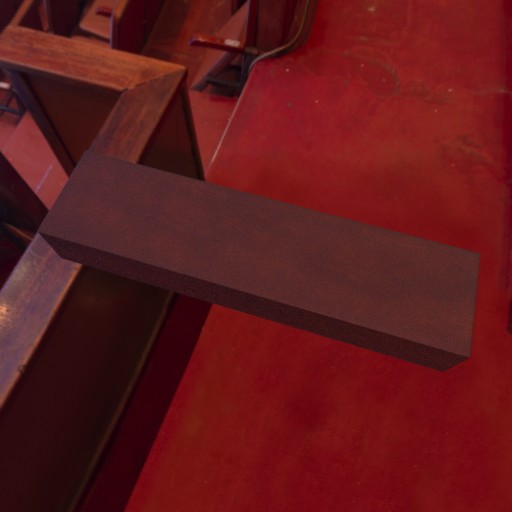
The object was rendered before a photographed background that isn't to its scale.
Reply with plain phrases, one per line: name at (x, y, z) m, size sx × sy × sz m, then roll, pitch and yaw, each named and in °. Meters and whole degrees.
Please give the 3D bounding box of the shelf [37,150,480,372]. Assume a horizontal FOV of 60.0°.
shelf at (0.000, 0.000, 0.663) m, size 0.607 × 0.088 × 0.152 m, roll 16°, pitch 65°, yaw 7°
